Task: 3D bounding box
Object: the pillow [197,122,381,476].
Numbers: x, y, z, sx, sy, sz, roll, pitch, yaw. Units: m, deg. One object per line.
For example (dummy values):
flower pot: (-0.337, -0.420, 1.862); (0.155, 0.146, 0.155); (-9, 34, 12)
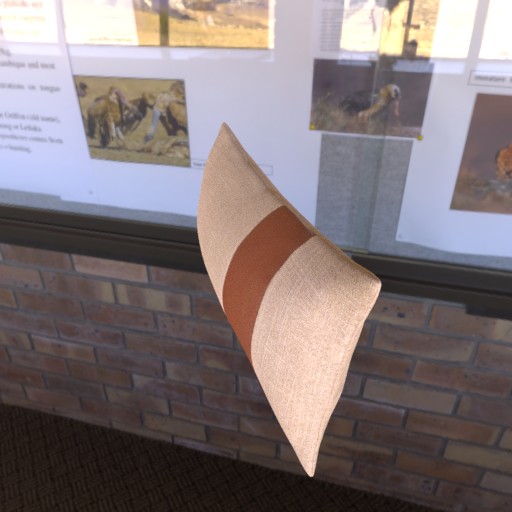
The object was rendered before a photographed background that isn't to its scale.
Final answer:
pillow: (0.000, 0.000, 0.722); (0.155, 0.282, 0.612); (-9, 32, -15)
